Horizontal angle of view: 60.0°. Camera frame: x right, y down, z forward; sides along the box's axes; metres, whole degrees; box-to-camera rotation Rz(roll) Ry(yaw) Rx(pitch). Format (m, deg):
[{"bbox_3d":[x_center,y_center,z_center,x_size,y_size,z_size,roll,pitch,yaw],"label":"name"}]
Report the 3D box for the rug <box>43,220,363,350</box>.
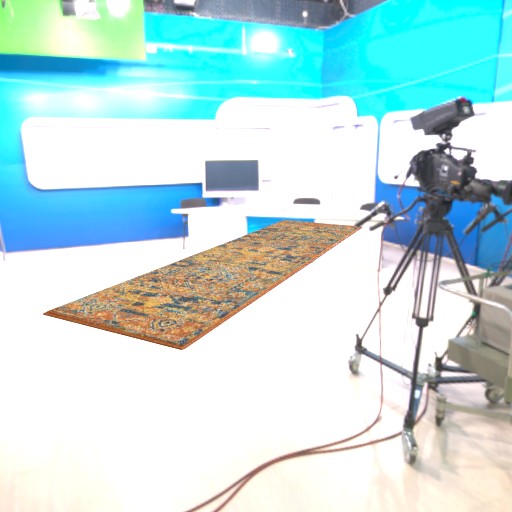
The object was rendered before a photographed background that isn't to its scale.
[{"bbox_3d":[0.000,0.000,2.505,0.651,0.016,2.274,7,16,26],"label":"rug"}]
